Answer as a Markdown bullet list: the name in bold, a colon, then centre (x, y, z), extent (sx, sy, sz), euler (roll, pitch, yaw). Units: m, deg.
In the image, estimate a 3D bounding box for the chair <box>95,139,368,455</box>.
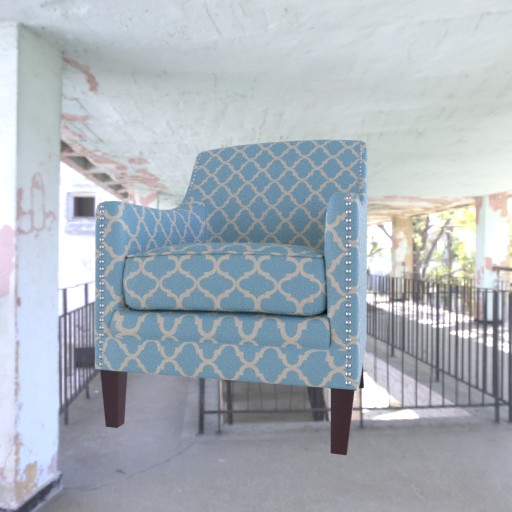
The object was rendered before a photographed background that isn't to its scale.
- **chair**: centre (0.000, 0.000, 1.295), extent (0.617, 0.817, 0.686), euler (0, 0, 16)
